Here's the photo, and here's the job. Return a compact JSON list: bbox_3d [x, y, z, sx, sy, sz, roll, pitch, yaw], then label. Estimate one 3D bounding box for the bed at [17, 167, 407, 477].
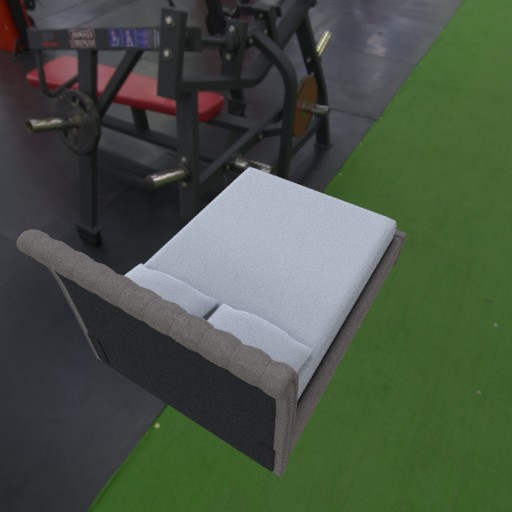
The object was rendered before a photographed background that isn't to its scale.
[{"bbox_3d":[0.000,0.000,3.198,1.645,1.371,2.252,24,51,21],"label":"bed"}]
